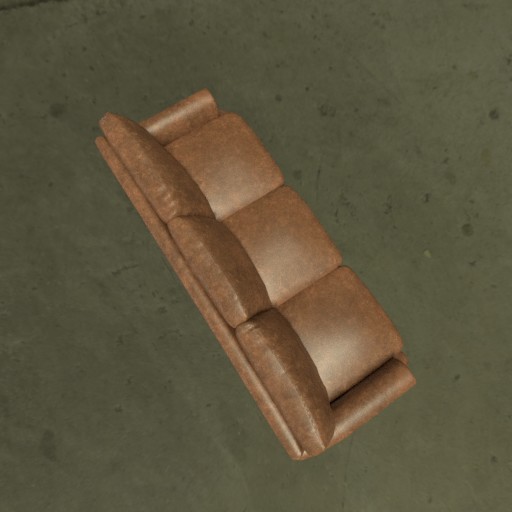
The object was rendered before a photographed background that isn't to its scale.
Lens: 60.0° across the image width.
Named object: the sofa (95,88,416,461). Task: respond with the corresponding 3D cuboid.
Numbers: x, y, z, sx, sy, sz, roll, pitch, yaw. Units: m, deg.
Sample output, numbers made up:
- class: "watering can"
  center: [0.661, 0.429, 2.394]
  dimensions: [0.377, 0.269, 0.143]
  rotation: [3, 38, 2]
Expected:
- class: "sofa"
  center: [0.000, 0.000, 2.842]
  dimensions: [0.973, 0.977, 2.351]
  rotation: [-32, 78, -8]
